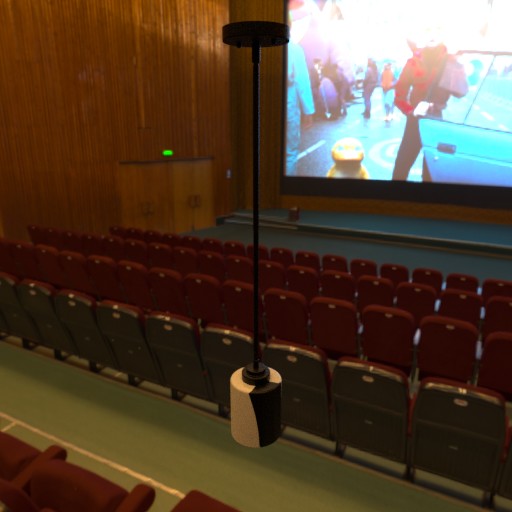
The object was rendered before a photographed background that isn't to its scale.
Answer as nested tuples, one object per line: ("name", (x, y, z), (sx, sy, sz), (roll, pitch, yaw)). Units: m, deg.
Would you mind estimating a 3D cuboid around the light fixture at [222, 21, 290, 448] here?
("light fixture", (0.000, 0.000, 0.928), (0.123, 0.863, 0.123), (8, 18, 26))
